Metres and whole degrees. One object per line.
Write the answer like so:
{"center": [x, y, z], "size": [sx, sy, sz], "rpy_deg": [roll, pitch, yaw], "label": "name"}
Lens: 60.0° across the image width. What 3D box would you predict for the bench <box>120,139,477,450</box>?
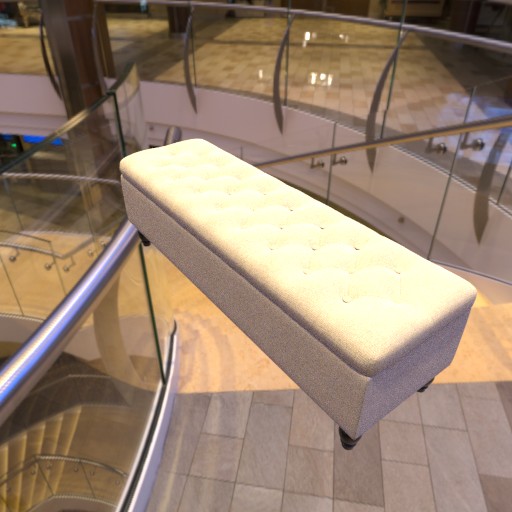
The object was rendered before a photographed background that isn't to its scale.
{"center": [0.000, 0.000, 1.708], "size": [0.455, 0.467, 1.480], "rpy_deg": [-23, 41, -30], "label": "bench"}
